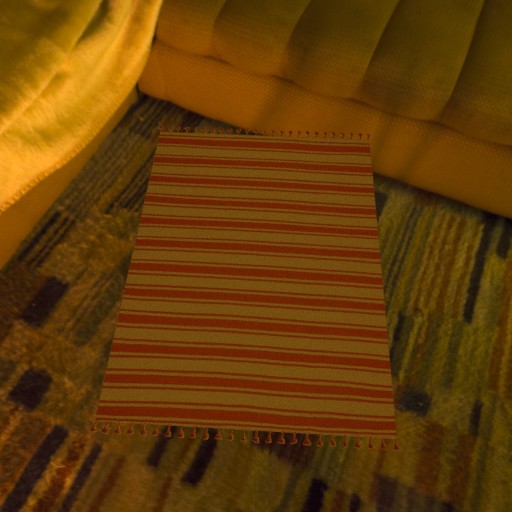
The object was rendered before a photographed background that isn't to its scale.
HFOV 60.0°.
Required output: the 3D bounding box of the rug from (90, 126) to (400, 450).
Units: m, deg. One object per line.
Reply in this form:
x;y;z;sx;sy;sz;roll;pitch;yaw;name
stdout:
0.000;0.000;4.315;2.451;0.035;3.369;3;61;2;rug
